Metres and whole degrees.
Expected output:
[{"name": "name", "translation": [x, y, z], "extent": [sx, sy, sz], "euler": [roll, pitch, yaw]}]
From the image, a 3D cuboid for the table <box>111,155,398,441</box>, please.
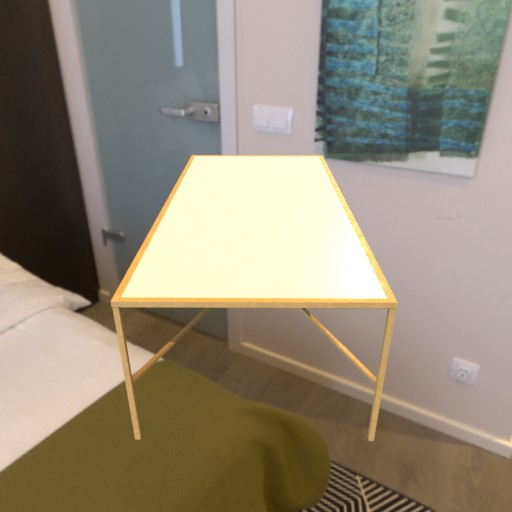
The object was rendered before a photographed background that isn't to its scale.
[{"name": "table", "translation": [0.000, 0.000, 1.524], "extent": [0.580, 0.398, 1.206], "euler": [0, 27, 0]}]
